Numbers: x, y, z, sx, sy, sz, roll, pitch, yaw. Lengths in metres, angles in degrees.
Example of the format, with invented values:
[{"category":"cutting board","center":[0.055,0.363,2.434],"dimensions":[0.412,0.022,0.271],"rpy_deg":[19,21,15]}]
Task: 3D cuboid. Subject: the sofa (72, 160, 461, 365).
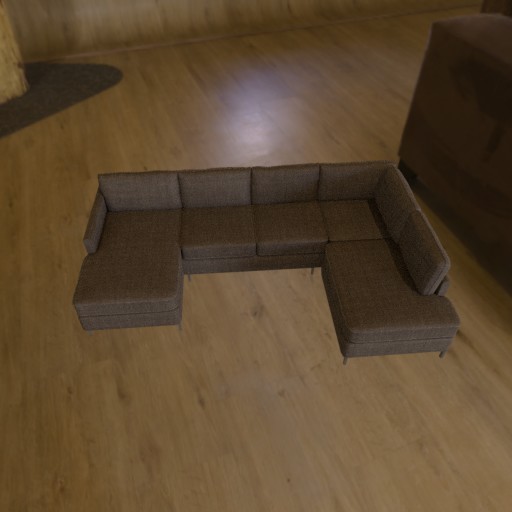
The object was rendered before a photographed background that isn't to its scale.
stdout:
[{"category":"sofa","center":[0.000,0.000,4.455],"dimensions":[3.423,0.999,2.048],"rpy_deg":[-3,45,-3]}]
